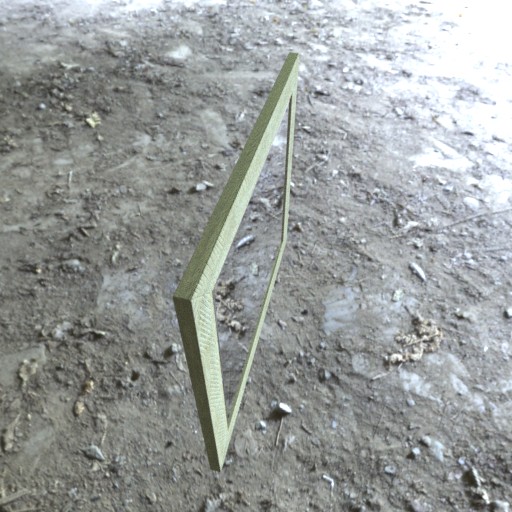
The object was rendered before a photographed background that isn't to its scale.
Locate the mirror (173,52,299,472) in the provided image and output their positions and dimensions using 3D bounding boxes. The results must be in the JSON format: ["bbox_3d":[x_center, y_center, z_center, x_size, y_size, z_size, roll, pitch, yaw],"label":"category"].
[{"bbox_3d":[0.000,0.000,1.126,0.028,0.689,0.839,10,47,10],"label":"mirror"}]
